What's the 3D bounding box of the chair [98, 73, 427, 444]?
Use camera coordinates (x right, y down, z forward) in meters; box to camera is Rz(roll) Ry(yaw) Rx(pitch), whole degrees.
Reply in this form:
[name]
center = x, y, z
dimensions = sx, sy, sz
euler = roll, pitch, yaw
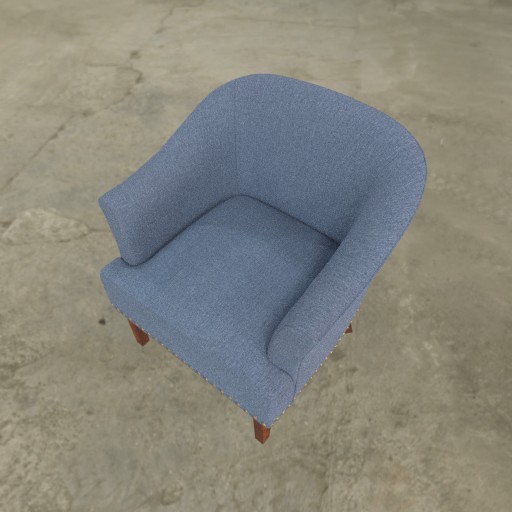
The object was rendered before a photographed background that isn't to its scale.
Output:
[chair]
center = 0.000, 0.000, 1.377
dimensions = 0.772, 0.815, 0.704
euler = 30, 54, 26
